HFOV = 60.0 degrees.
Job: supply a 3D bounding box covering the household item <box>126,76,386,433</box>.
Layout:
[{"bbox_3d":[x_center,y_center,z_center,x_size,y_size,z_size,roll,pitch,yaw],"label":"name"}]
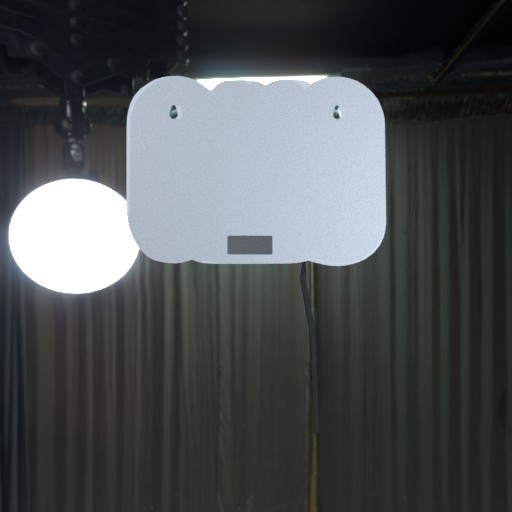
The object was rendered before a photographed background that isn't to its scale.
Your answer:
[{"bbox_3d":[0.000,0.000,0.380,0.211,0.294,0.042,0,-2,0],"label":"household item"}]
